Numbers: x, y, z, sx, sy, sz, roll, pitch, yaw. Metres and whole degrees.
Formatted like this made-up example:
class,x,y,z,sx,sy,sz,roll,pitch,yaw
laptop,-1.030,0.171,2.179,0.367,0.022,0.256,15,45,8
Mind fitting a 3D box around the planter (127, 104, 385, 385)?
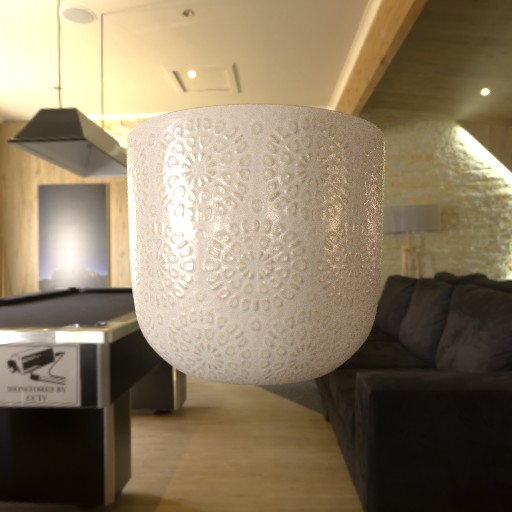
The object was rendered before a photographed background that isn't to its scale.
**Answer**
class,x,y,z,sx,sy,sz,roll,pitch,yaw
planter,0.000,0.000,0.304,0.170,0.152,0.170,0,0,0
